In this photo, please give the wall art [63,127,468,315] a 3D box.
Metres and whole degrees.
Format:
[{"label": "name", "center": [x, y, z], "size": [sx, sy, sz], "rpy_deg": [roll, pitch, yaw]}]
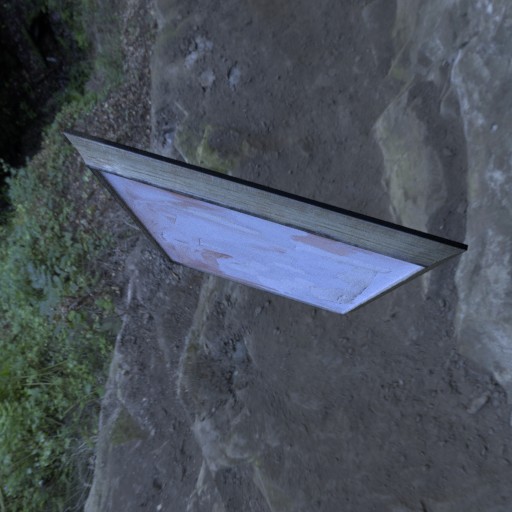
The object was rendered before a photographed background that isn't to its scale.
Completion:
[{"label": "wall art", "center": [0.000, 0.000, 0.619], "size": [0.381, 0.457, 0.023], "rpy_deg": [17, 77, 4]}]
